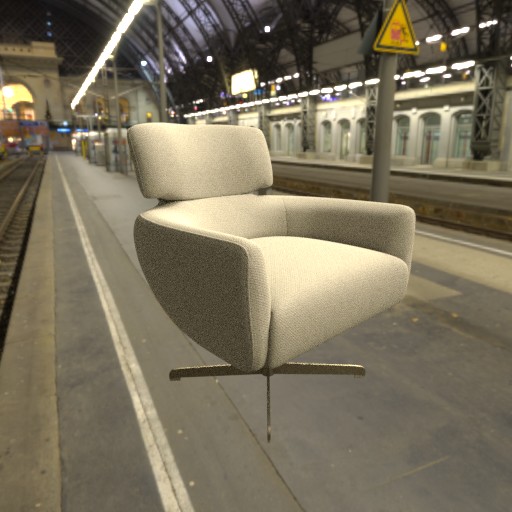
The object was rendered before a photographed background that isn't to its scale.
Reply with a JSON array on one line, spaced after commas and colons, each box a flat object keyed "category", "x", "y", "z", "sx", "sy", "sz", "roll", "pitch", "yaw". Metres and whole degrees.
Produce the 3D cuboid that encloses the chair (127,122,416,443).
[{"category": "chair", "x": 0.000, "y": 0.000, "z": 1.388, "sx": 0.730, "sy": 0.810, "sz": 0.760, "roll": 14, "pitch": 20, "yaw": 43}]
